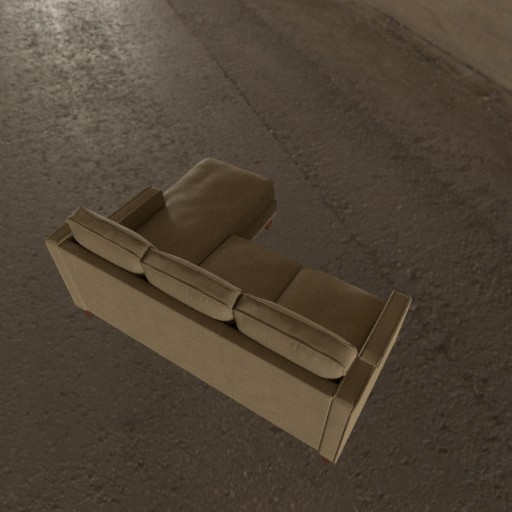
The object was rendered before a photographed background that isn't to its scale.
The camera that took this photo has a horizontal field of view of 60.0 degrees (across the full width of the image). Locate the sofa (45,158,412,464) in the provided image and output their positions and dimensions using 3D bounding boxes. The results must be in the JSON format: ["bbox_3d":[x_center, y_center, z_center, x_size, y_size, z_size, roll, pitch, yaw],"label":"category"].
[{"bbox_3d":[0.000,0.000,3.394,2.317,1.066,1.858,24,51,22],"label":"sofa"}]
